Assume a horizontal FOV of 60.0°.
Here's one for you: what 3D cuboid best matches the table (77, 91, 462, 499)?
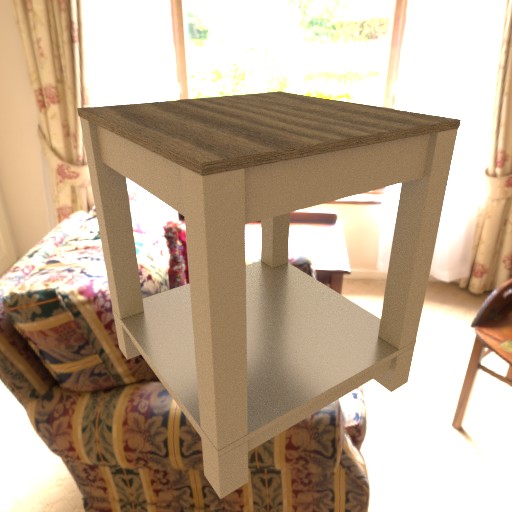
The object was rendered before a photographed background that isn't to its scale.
[{"bbox_3d":[0.000,0.000,0.946,0.504,0.587,0.506,-17,31,-31],"label":"table"}]
